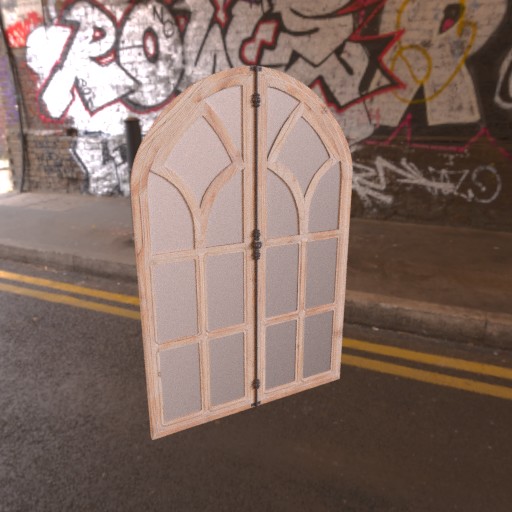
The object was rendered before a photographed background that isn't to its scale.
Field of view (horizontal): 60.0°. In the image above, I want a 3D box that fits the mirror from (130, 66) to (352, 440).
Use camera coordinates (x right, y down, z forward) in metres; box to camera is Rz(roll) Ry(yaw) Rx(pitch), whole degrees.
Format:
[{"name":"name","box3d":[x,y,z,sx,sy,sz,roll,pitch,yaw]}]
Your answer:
[{"name":"mirror","box3d":[0.000,0.000,1.154,0.609,0.915,0.032,-9,19,-27]}]
